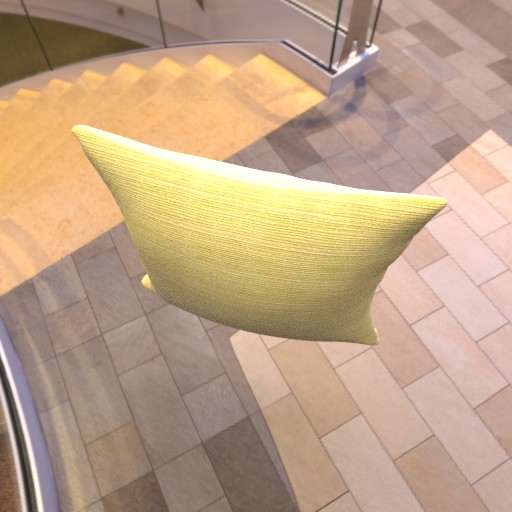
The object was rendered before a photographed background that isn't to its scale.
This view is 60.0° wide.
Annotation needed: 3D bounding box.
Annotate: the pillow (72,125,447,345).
[{"bbox_3d":[0.000,0.000,0.809,0.560,0.487,0.229,13,59,8],"label":"pillow"}]
